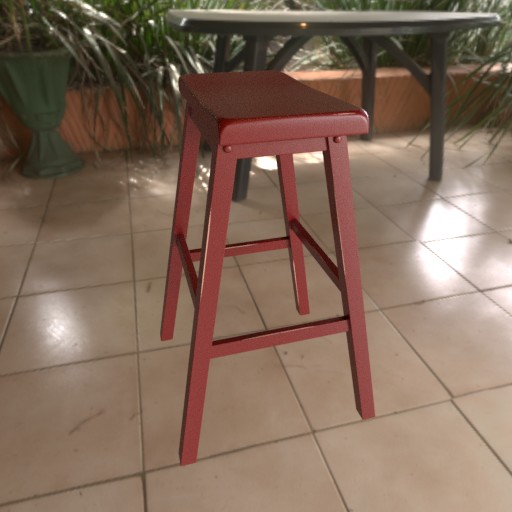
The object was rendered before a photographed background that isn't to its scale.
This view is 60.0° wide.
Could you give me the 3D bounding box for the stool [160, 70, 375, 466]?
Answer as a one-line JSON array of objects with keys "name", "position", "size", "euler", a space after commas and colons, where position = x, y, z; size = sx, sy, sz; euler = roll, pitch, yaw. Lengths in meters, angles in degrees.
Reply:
[{"name": "stool", "position": [0.000, 0.000, 1.029], "size": [0.476, 0.737, 0.457], "euler": [-8, 32, -14]}]
